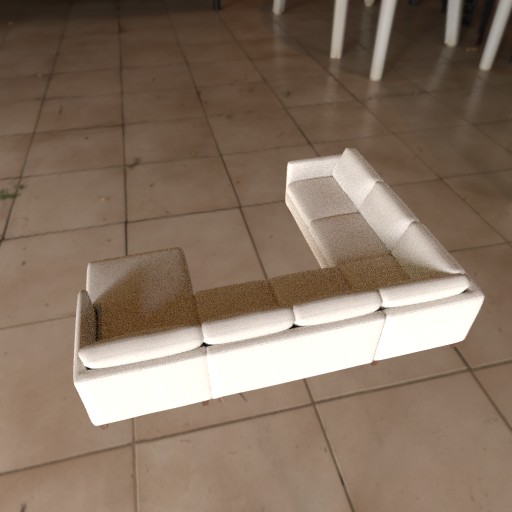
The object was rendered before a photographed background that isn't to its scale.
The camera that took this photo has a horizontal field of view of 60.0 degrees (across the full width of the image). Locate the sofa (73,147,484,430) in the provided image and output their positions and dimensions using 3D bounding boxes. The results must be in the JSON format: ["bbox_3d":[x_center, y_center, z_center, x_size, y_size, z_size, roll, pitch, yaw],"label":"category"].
[{"bbox_3d":[0.000,0.000,4.367,3.238,0.853,2.551,-10,42,-11],"label":"sofa"}]
